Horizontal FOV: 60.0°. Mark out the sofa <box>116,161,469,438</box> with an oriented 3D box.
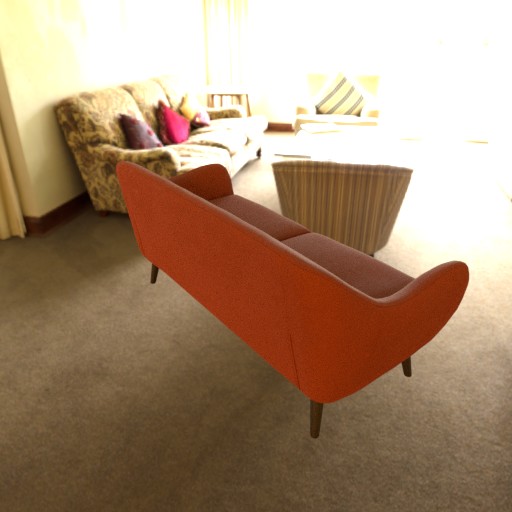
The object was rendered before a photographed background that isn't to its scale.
[{"bbox_3d":[0.000,0.000,2.269,0.820,0.836,1.840,-19,33,-32],"label":"sofa"}]
